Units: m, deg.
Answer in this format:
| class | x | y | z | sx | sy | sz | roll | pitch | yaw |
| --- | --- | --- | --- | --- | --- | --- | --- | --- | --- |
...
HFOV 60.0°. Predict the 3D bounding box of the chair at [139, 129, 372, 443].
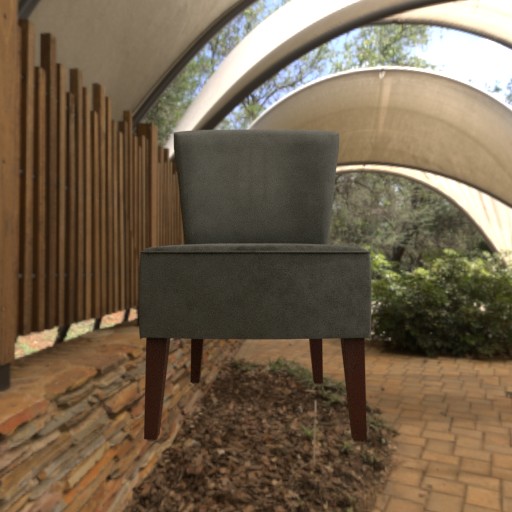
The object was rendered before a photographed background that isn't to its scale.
| class | x | y | z | sx | sy | sz | roll | pitch | yaw |
| --- | --- | --- | --- | --- | --- | --- | --- | --- | --- |
| chair | 0.000 | 0.000 | 1.180 | 0.521 | 0.806 | 0.554 | 0 | -1 | 0 |
